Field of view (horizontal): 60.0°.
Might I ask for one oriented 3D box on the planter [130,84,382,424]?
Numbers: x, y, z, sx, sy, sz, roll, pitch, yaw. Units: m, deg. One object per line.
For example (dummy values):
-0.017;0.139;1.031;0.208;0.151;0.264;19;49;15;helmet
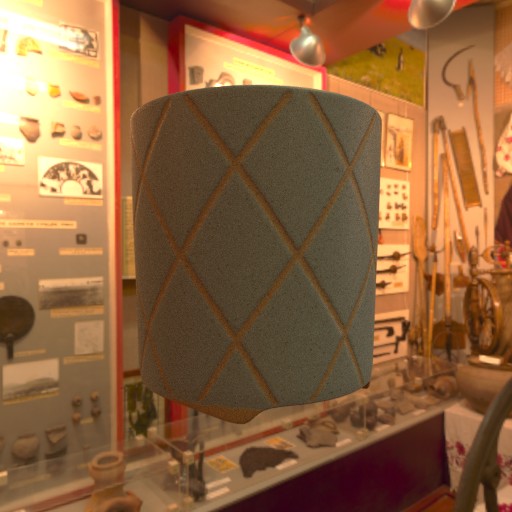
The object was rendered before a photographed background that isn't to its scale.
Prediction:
0.000;0.000;0.349;0.191;0.200;0.191;0;1;0;planter
